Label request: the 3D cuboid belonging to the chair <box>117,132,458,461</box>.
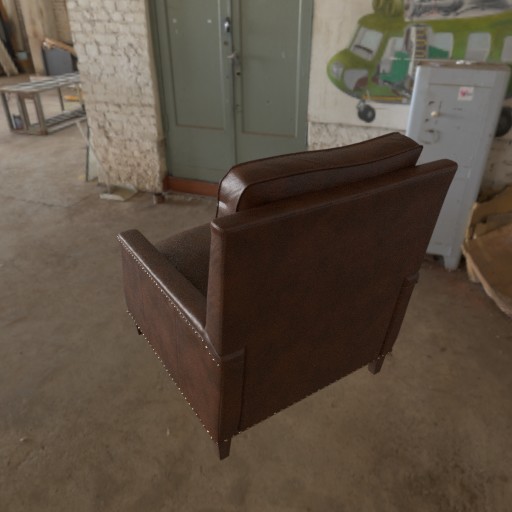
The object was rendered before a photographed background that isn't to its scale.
[{"bbox_3d":[0.000,0.000,1.771,0.854,1.054,1.035,-18,34,-28],"label":"chair"}]
